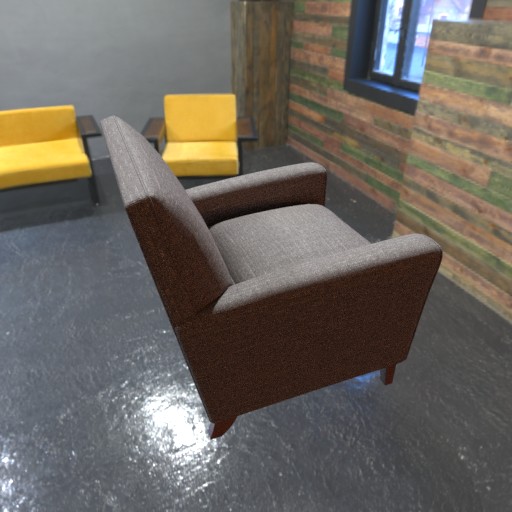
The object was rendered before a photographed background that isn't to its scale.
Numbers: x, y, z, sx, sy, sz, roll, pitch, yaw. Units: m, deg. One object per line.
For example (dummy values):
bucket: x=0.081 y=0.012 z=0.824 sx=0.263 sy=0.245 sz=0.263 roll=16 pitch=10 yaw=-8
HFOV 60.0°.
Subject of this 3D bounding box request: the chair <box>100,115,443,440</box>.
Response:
chair: x=0.000 y=0.000 z=1.582 sx=0.875 sy=0.885 sz=0.838 roll=-11 pitch=32 yaw=-18
